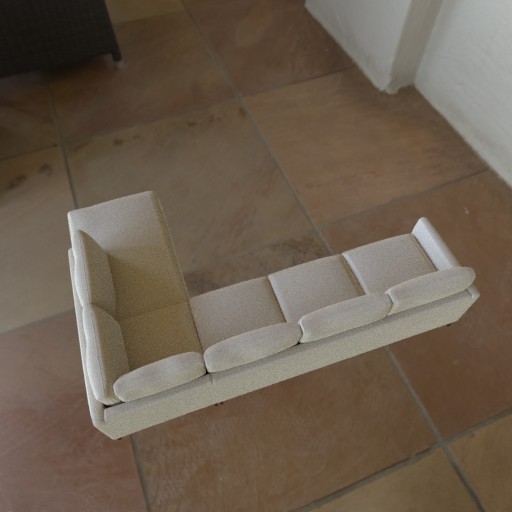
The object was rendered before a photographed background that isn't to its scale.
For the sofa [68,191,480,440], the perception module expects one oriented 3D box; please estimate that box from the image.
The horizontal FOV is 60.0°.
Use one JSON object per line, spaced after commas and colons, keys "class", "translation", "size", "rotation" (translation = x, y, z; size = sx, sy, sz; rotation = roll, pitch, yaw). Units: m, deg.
{"class": "sofa", "translation": [0.000, 0.000, 3.746], "size": [2.949, 0.815, 2.007], "rotation": [-16, 59, -10]}
